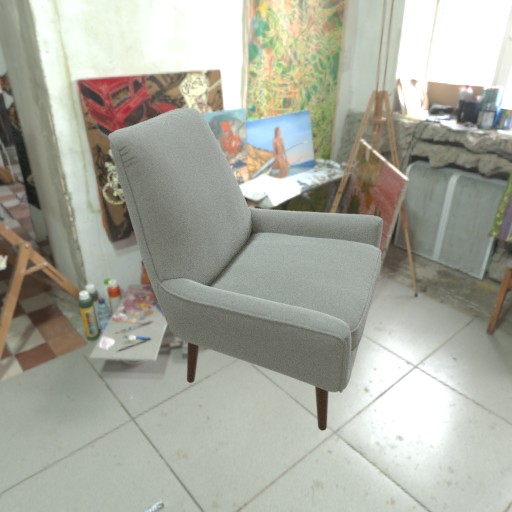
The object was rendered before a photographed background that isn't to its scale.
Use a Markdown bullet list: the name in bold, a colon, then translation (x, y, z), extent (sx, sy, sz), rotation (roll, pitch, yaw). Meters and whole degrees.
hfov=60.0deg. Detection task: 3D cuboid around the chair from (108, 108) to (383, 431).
- **chair**: translation (0.000, 0.000, 1.544), extent (0.822, 0.888, 0.787), rotation (10, 30, 18)
